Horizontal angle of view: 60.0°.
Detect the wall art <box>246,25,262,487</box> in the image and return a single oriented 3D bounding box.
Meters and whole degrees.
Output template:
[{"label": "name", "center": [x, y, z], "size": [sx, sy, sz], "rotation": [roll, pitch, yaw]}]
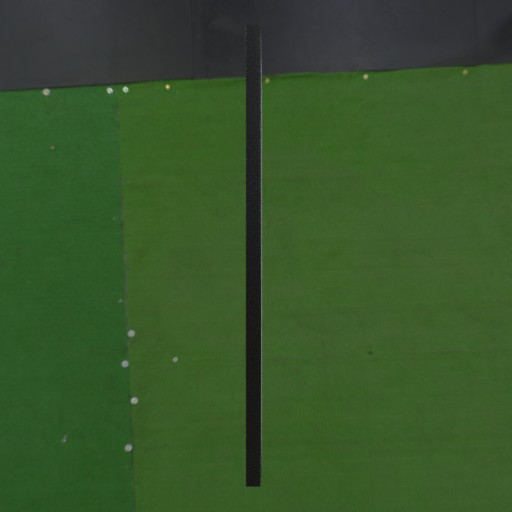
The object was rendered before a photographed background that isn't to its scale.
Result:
[{"label": "wall art", "center": [0.000, 0.000, 0.855], "size": [0.022, 0.446, 0.659], "rotation": [0, 90, 1]}]
